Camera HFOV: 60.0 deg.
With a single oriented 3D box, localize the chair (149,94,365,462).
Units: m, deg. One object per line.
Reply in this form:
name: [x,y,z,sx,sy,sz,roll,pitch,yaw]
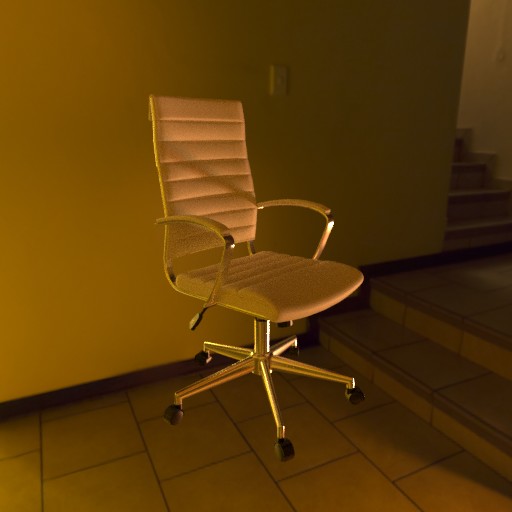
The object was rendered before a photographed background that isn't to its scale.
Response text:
chair: [0.000,0.000,1.657,0.739,1.149,0.766,14,21,42]
